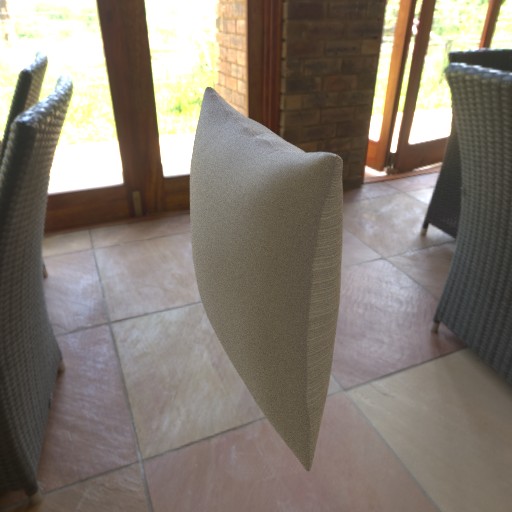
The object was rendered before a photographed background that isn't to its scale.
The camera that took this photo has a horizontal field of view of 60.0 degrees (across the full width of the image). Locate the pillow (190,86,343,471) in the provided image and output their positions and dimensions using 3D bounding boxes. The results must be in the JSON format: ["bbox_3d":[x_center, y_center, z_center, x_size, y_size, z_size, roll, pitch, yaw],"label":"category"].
[{"bbox_3d":[0.000,0.000,0.772,0.204,0.497,0.512,-10,31,-17],"label":"pillow"}]
